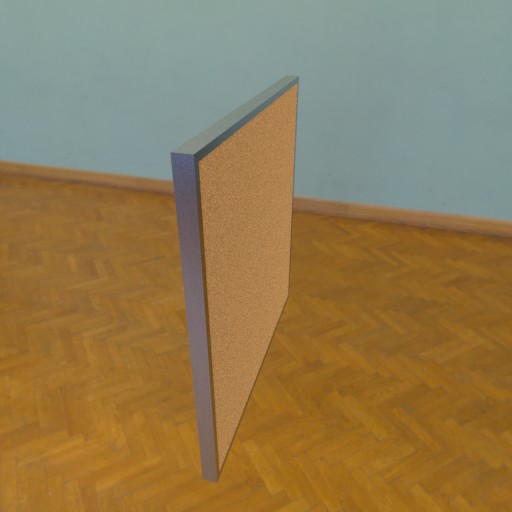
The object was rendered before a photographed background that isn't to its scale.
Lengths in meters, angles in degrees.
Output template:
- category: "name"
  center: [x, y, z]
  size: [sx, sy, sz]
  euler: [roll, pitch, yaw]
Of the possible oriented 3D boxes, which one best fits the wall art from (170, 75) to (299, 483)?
- category: "wall art"
  center: [0.000, 0.000, 1.203]
  size: [0.038, 0.806, 0.806]
  euler: [8, 31, 14]
